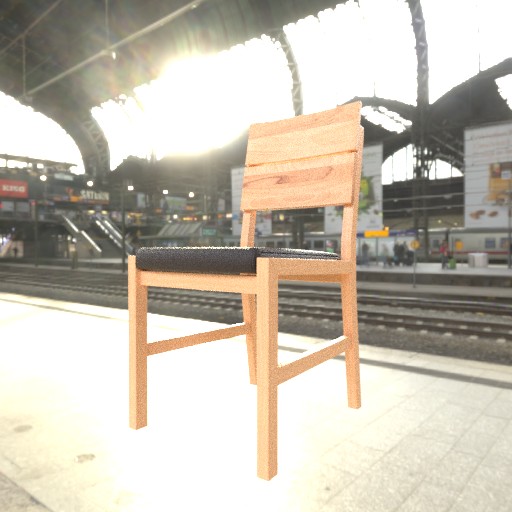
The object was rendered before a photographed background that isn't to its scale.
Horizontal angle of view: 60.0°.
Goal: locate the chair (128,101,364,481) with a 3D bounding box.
[{"bbox_3d":[0.000,0.000,1.294,0.475,0.950,0.560,1,1,37],"label":"chair"}]
